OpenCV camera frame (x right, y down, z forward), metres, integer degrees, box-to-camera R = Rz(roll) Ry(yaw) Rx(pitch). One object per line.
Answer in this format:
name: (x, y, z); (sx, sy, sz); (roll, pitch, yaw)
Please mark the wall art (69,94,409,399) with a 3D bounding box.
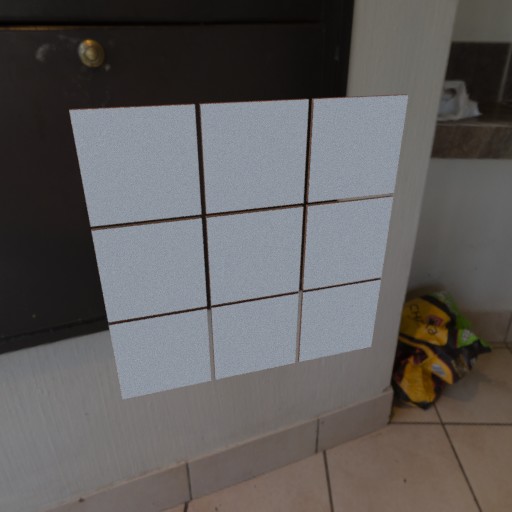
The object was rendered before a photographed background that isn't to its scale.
wall art: (0.000, 0.000, 1.873); (1.256, 1.246, 0.017); (-8, 28, -15)
